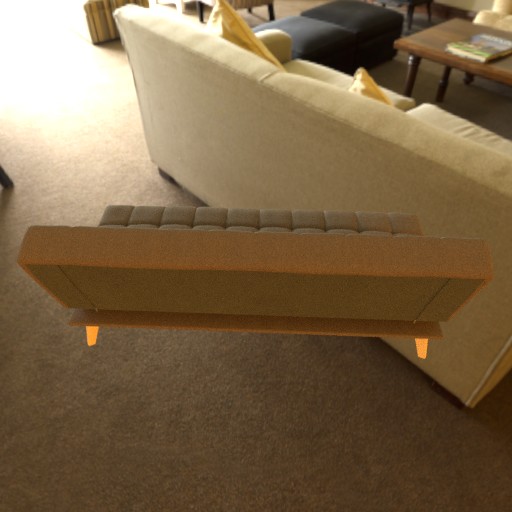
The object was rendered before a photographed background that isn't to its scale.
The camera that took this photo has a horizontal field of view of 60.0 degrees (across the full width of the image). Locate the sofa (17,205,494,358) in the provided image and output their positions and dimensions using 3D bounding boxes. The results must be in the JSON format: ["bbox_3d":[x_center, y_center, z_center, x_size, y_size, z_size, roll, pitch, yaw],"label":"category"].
[{"bbox_3d":[0.000,0.000,2.186,1.800,0.810,0.860,2,44,2],"label":"sofa"}]
